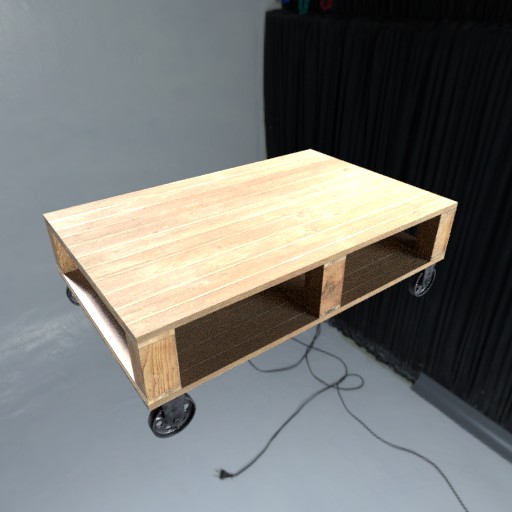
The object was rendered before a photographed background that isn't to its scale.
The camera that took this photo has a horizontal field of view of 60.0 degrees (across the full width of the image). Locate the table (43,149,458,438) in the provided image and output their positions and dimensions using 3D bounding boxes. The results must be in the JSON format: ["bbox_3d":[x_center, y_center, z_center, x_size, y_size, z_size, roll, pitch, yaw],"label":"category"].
[{"bbox_3d":[0.000,0.000,1.748,1.299,0.413,0.827,-21,36,-31],"label":"table"}]
